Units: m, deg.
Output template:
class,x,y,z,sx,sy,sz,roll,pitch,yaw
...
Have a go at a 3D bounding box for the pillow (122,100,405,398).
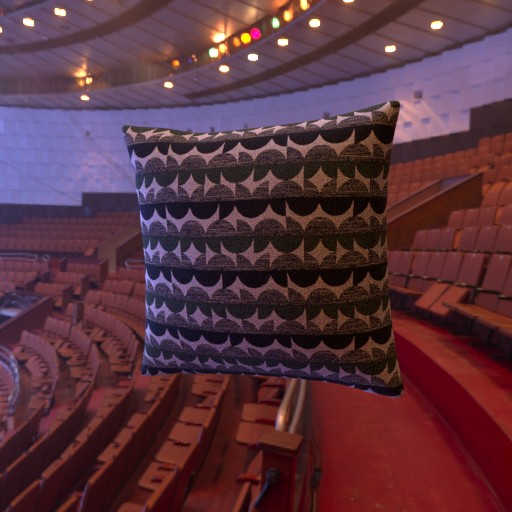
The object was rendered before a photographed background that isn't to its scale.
class,x,y,z,sx,sy,sz,roll,pitch,yaw
pillow,0.000,0.000,0.655,0.419,0.404,0.180,0,1,17
